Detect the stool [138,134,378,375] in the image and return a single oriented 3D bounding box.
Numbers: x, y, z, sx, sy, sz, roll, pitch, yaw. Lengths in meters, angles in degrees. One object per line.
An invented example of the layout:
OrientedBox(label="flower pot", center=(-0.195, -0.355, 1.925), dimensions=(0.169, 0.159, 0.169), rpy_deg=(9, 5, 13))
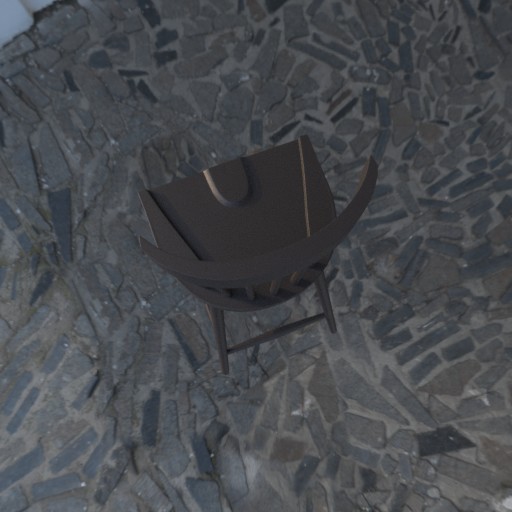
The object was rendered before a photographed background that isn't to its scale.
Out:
OrientedBox(label="stool", center=(0.000, 0.000, 1.269), dimensions=(0.494, 0.953, 0.549), rpy_deg=(-20, 76, -5))
